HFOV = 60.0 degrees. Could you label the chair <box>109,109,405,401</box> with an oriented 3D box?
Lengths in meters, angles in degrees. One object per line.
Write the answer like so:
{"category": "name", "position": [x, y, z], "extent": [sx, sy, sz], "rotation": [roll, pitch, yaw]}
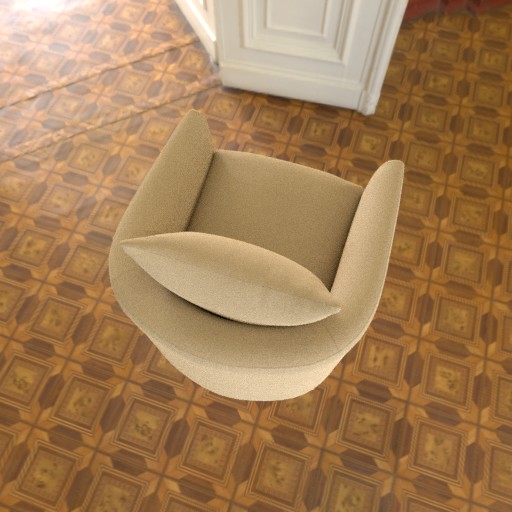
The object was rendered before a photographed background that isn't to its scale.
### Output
{"category": "chair", "position": [0.000, 0.000, 1.573], "extent": [0.845, 0.848, 0.910], "rotation": [16, 65, 8]}
